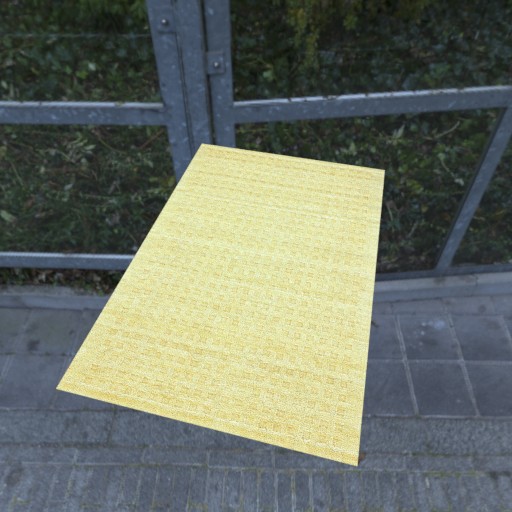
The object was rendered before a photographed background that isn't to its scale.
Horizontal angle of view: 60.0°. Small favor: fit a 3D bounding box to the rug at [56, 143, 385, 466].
[{"bbox_3d":[0.000,0.000,2.885,1.524,0.006,2.286,11,48,10],"label":"rug"}]
